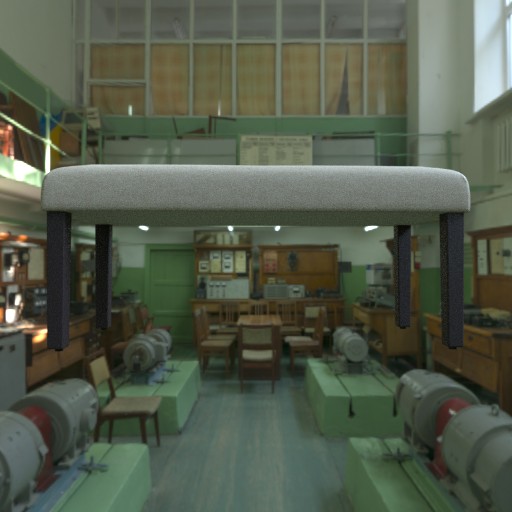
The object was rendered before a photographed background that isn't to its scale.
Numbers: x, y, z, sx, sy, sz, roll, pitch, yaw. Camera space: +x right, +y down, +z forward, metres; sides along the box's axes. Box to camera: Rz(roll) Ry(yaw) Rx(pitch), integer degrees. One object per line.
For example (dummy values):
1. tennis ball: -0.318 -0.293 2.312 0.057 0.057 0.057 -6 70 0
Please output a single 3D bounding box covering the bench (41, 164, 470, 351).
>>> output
1. bench: 0.000 0.000 1.237 1.013 0.456 0.407 0 -1 -2
